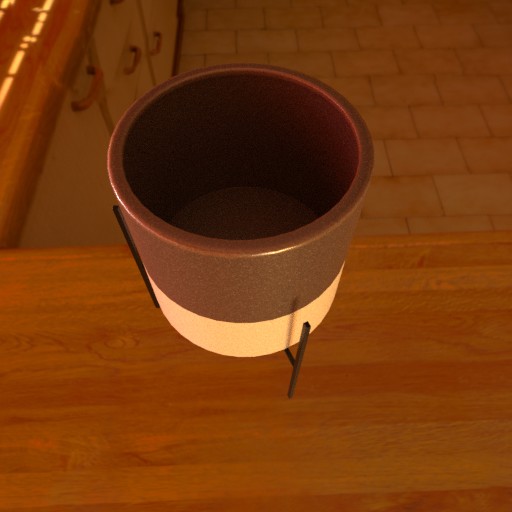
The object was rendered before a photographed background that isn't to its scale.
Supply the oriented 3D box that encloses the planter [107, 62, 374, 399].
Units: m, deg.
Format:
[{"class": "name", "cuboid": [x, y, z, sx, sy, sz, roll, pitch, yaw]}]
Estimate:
[{"class": "planter", "cuboid": [0.000, 0.000, 0.532, 0.250, 0.353, 0.260, -28, 62, -17]}]
